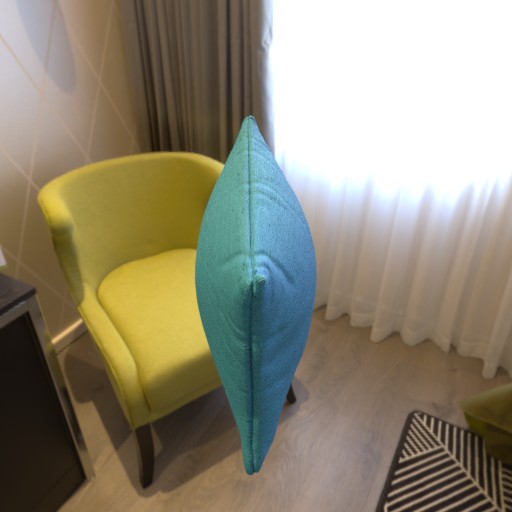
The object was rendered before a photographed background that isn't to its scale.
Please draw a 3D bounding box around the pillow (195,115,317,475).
[{"bbox_3d":[0.000,0.000,0.803,0.210,0.338,0.633,-1,32,-1],"label":"pillow"}]
